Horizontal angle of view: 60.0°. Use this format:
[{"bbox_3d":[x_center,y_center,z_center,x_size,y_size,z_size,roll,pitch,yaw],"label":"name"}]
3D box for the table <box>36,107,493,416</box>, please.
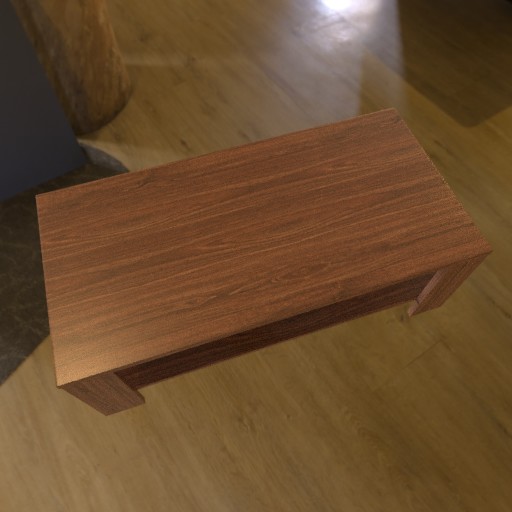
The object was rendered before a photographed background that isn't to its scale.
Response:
[{"bbox_3d":[0.000,0.000,1.462,1.200,0.400,0.600,-16,62,-9],"label":"table"}]
